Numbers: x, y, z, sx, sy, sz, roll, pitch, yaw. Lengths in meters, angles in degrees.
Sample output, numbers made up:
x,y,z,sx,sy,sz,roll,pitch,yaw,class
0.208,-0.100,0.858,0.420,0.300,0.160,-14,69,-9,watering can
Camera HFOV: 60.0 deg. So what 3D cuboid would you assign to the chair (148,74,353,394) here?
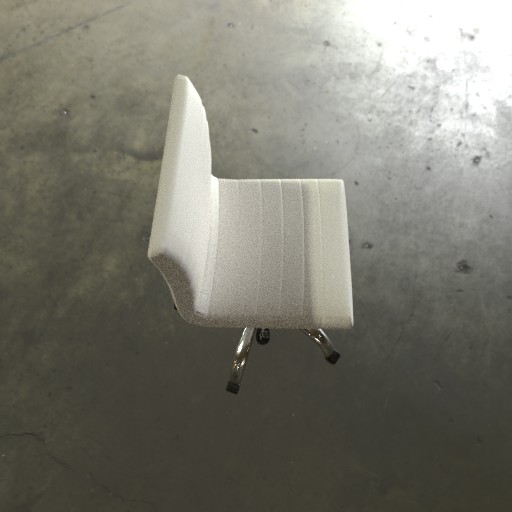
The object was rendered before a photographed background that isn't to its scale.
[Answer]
x,y,z,sx,sy,sz,roll,pitch,yaw,class
0.000,0.000,1.100,0.530,0.780,0.556,2,64,1,chair
